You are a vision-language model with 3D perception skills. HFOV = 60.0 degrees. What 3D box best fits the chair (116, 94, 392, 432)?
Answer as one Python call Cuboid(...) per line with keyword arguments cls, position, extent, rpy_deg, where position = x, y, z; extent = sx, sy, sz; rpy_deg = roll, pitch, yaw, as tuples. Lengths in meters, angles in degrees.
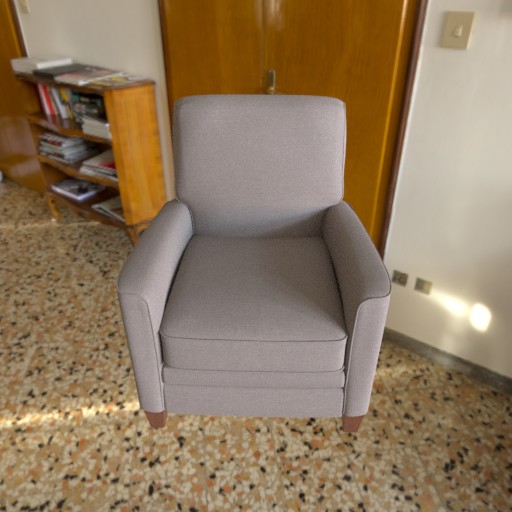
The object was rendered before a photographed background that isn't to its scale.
Cuboid(cls="chair", position=(0.000, 0.000, 1.669), extent=(0.845, 1.023, 0.859), rpy_deg=(1, 31, 1))
